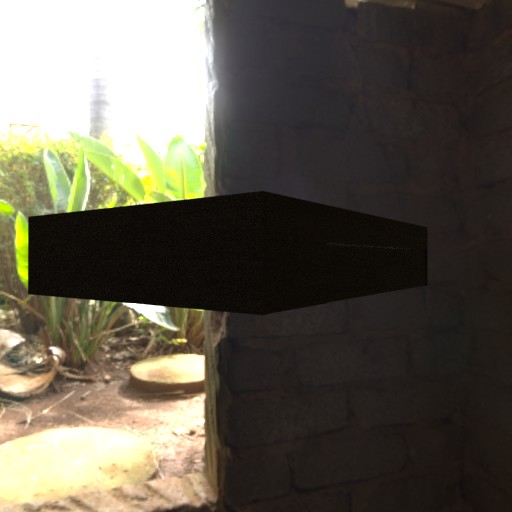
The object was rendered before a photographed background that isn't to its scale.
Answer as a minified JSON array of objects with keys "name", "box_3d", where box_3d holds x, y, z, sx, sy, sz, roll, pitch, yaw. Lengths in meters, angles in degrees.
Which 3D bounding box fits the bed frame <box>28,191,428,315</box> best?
[{"name":"bed frame","box_3d":[0.000,0.000,2.614,1.448,0.459,1.944,0,-1,36]}]
